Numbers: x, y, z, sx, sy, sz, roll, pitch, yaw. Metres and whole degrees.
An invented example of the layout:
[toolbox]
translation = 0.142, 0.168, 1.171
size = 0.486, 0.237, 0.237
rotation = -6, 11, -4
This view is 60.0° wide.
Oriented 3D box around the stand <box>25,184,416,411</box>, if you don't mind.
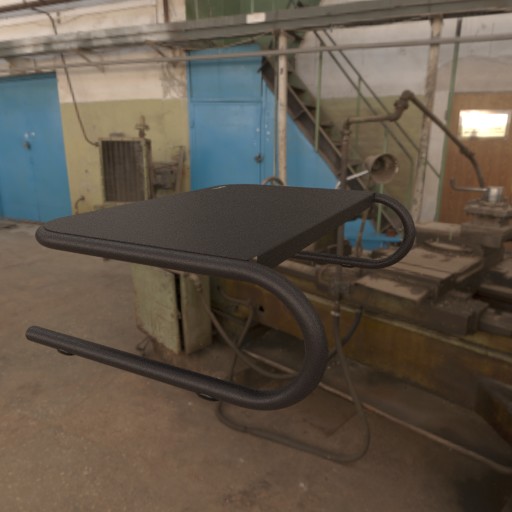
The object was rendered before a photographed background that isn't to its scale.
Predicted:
[stand]
translation = 0.000, 0.000, 0.481
size = 0.280, 0.108, 0.370
rotation = 8, 18, 26
